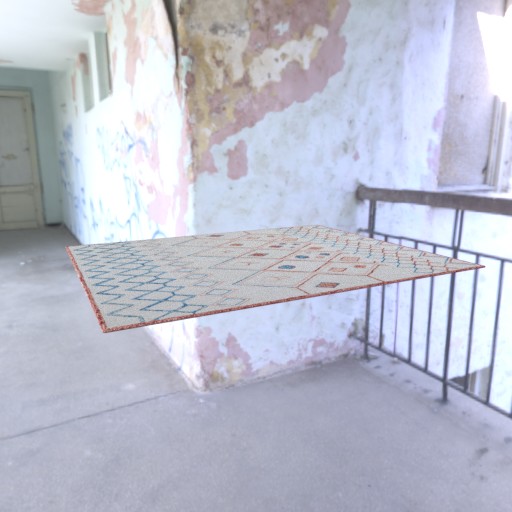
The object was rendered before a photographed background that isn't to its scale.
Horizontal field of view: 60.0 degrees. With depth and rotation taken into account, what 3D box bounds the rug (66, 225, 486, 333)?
[{"bbox_3d":[0.000,0.000,4.065,3.050,0.016,2.441,-7,15,-26],"label":"rug"}]
